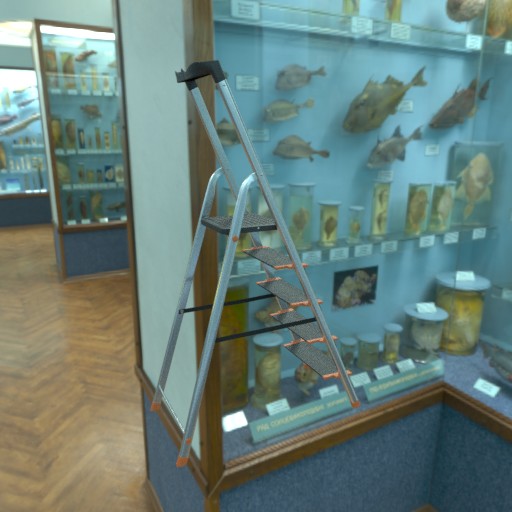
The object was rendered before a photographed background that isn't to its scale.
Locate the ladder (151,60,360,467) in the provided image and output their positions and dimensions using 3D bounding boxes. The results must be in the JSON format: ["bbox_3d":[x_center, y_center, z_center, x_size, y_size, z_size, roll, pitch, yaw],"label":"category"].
[{"bbox_3d":[0.000,0.000,2.107,0.995,1.646,0.480,-7,17,-26],"label":"ladder"}]
